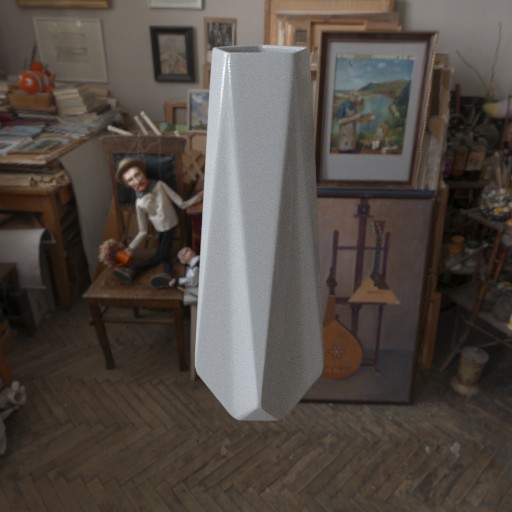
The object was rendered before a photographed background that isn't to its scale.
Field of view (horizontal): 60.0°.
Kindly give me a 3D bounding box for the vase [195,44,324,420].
[{"bbox_3d":[0.000,0.000,0.386,0.122,0.329,0.116,-20,35,-30],"label":"vase"}]
